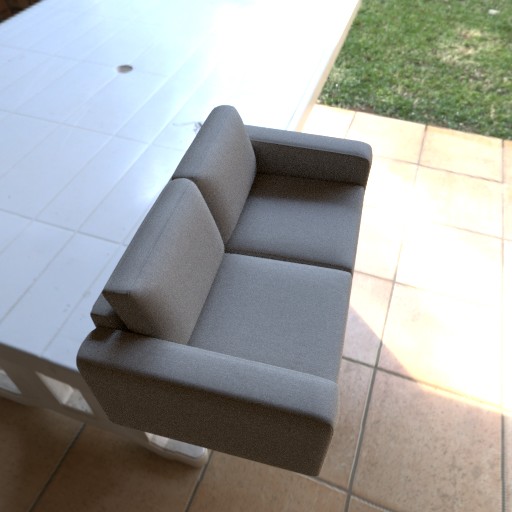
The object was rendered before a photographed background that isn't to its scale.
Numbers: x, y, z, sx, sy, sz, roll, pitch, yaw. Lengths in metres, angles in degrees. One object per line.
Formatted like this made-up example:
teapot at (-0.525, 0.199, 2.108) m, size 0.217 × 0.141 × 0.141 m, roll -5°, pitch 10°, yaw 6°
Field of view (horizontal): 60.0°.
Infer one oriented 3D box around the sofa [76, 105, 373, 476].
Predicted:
sofa at (0.000, 0.000, 2.013) m, size 0.900 × 0.800 × 1.540 m, roll 11°, pitch 49°, yaw 9°
